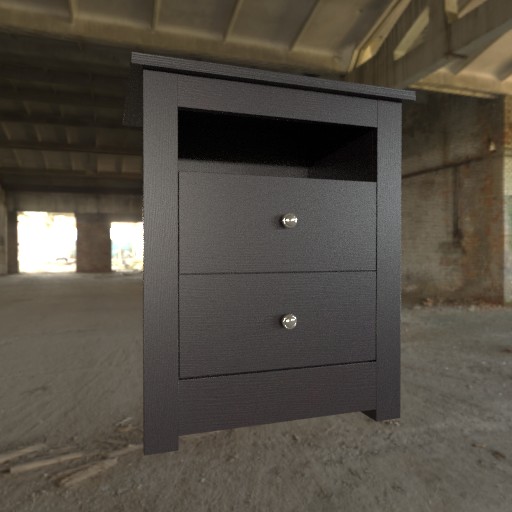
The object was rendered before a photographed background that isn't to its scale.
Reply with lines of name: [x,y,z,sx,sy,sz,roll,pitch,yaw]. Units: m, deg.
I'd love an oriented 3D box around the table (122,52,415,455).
table: [0.000,0.000,1.051,0.589,0.711,0.408,0,1,-19]
